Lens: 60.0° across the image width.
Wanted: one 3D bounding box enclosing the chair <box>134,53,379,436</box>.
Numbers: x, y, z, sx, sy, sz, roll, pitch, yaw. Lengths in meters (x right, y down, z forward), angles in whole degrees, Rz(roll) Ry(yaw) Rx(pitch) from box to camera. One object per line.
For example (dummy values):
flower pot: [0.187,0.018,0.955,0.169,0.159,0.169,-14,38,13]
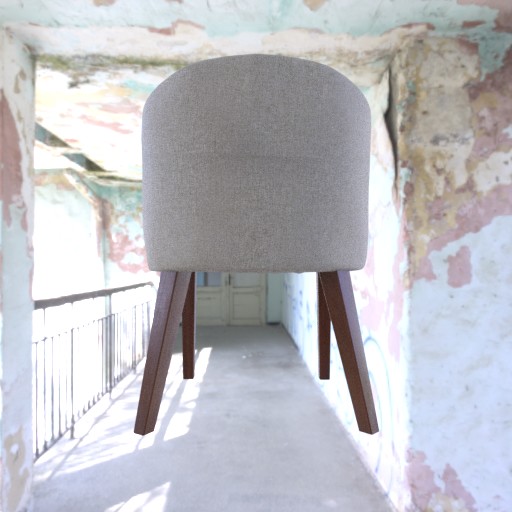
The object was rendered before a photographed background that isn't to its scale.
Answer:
chair: [0.000,0.000,1.196,0.583,0.811,0.655,0,0,0]
